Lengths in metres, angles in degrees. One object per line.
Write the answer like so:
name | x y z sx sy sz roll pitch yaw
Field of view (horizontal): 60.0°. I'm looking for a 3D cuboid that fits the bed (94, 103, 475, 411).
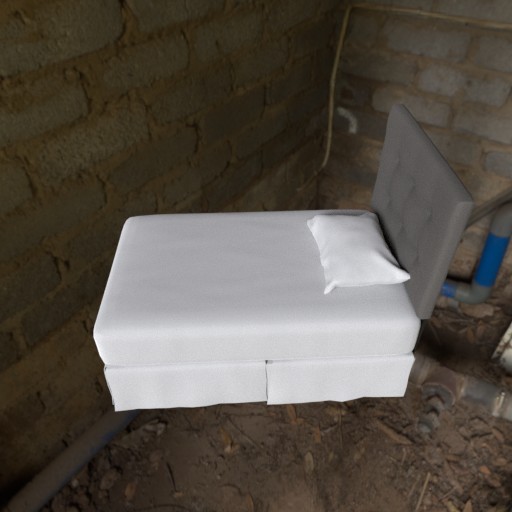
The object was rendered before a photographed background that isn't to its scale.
bed | 0.000 0.000 2.921 1.997 1.571 1.261 -2 41 -2
